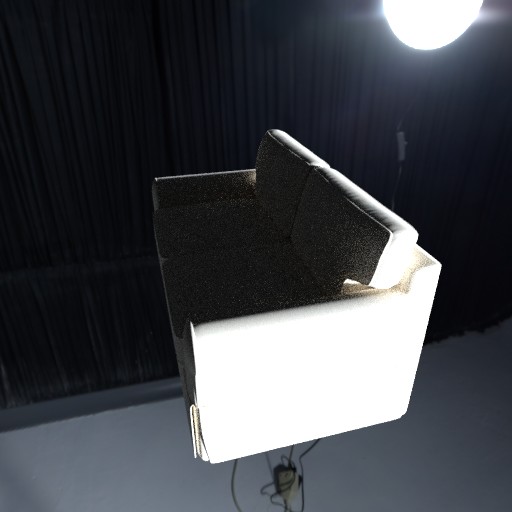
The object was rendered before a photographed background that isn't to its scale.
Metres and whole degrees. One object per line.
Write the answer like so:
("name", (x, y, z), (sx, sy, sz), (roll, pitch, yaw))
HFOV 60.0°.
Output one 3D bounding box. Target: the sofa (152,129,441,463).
("sofa", (0.000, 0.000, 2.356), (0.991, 0.940, 1.727), (-8, 30, -14))
